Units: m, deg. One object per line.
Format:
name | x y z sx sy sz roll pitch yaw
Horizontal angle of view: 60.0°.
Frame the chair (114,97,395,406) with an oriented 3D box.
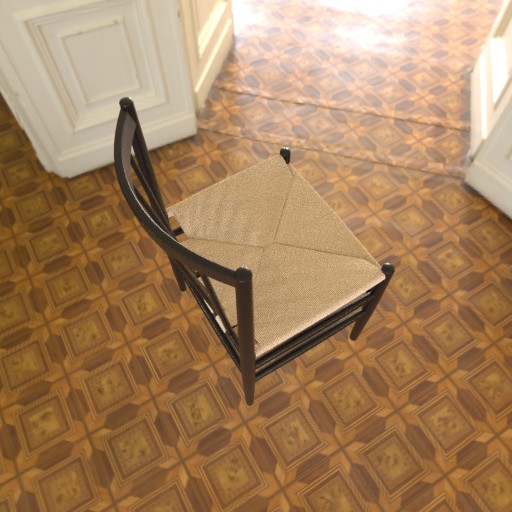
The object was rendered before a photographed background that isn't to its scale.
chair | 0.000 0.000 1.168 0.516 0.818 0.495 -28 63 -16
